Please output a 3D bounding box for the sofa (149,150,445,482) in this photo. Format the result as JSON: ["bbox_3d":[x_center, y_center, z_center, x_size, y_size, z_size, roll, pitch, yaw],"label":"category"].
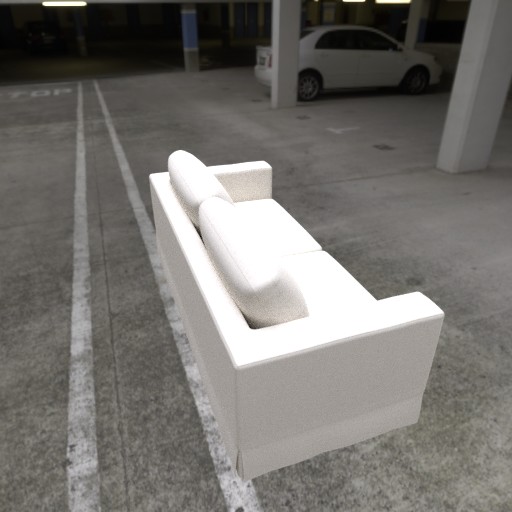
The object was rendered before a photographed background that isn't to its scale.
[{"bbox_3d":[0.000,0.000,2.690,0.954,0.881,2.163,-10,32,-17],"label":"sofa"}]
